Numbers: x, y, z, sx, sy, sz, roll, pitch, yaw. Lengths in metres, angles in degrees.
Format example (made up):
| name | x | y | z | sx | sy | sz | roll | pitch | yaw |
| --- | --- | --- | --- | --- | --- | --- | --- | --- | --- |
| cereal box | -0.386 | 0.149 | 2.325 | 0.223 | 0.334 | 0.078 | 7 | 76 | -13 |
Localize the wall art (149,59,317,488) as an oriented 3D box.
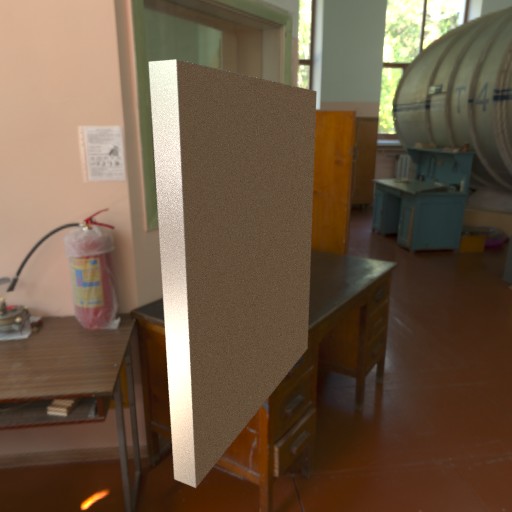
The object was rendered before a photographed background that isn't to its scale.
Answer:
| name | x | y | z | sx | sy | sz | roll | pitch | yaw |
| --- | --- | --- | --- | --- | --- | --- | --- | --- | --- |
| wall art | 0.000 | 0.000 | 0.743 | 0.038 | 0.549 | 0.452 | 8 | 18 | 25 |
